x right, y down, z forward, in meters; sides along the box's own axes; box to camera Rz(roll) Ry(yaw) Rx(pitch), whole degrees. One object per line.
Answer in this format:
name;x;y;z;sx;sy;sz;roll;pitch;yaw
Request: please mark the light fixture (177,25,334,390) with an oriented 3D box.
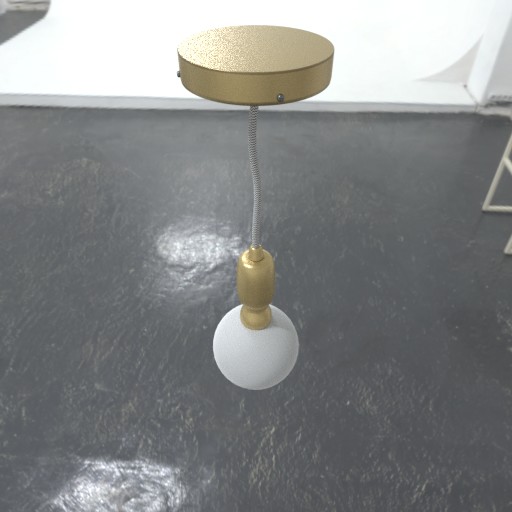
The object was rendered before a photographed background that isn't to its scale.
light fixture;0.000;0.000;0.573;0.147;0.510;0.146;-11;42;-12
